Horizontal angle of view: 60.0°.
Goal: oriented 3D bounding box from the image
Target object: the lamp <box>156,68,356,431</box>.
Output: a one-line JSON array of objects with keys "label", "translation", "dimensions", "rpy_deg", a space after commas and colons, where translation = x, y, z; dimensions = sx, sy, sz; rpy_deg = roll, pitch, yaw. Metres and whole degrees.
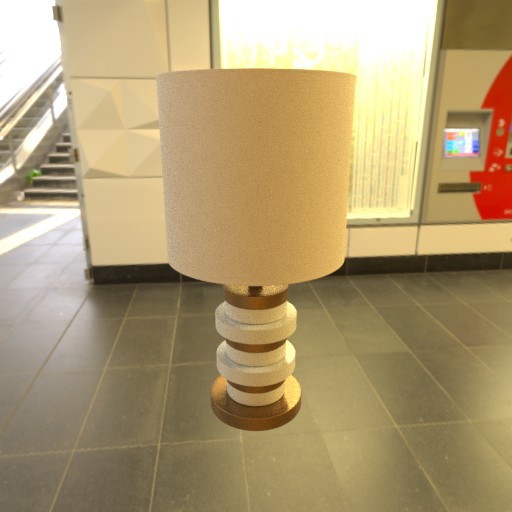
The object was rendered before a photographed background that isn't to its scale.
[{"label": "lamp", "translation": [0.000, 0.000, 0.535], "dimensions": [0.210, 0.410, 0.210], "rpy_deg": [-8, 20, -24]}]
